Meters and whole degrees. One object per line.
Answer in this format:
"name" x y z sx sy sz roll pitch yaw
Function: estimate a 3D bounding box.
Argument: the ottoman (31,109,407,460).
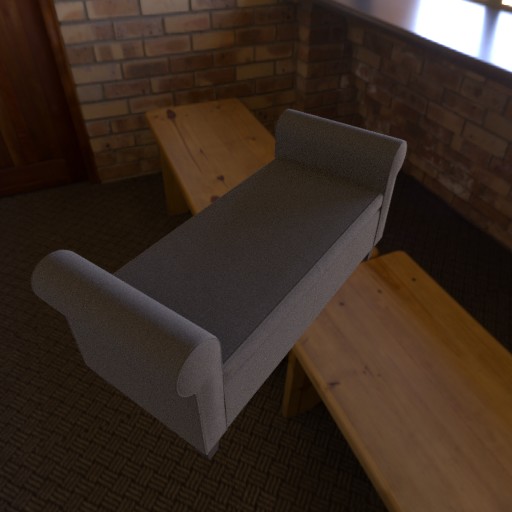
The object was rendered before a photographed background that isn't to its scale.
"ottoman" 0.000 0.000 1.535 0.521 0.547 1.256 25 47 26
